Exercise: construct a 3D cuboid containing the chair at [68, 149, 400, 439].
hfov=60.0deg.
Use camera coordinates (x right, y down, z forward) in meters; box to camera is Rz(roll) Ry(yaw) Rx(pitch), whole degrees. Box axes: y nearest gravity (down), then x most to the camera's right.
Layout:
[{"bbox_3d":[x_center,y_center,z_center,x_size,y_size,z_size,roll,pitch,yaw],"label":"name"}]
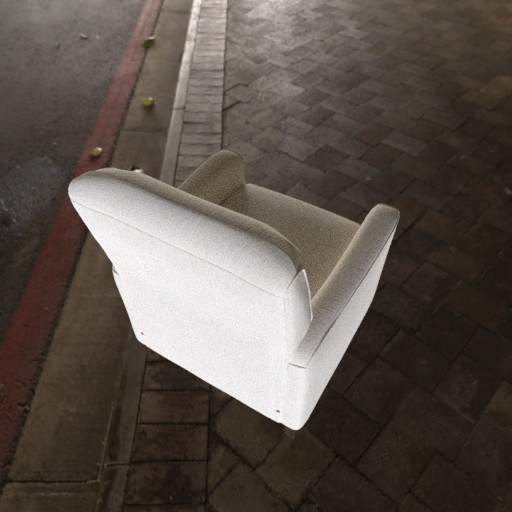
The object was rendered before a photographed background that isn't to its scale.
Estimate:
[{"bbox_3d":[0.000,0.000,1.647,0.841,1.028,0.858,24,52,20],"label":"chair"}]
